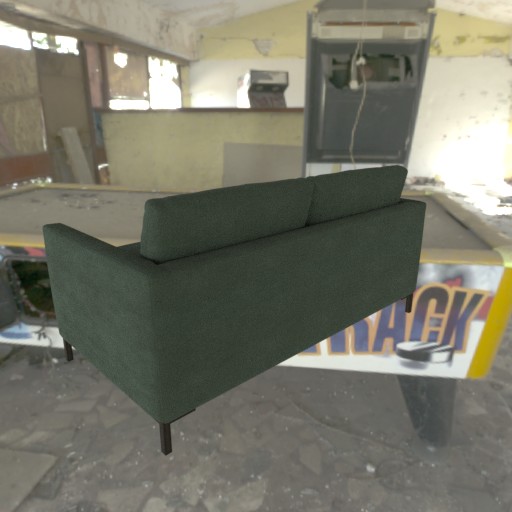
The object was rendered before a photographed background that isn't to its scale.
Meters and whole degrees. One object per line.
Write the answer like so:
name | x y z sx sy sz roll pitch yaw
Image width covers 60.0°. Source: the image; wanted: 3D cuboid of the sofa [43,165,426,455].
sofa | 0.000 0.000 2.131 1.676 0.817 0.875 -16 23 -41
